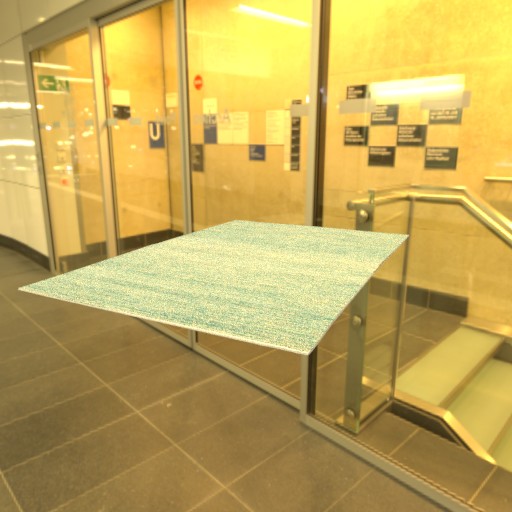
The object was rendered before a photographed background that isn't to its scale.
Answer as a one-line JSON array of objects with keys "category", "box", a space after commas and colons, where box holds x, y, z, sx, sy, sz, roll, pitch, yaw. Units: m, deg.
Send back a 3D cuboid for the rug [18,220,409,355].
[{"category": "rug", "box": [0.000, 0.000, 2.921, 1.593, 0.029, 2.305, 7, 16, 26]}]
